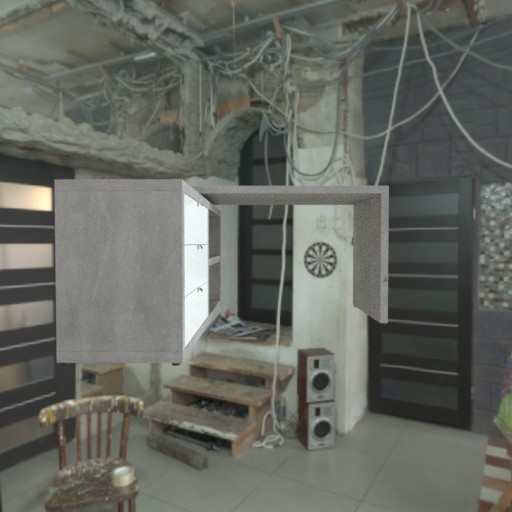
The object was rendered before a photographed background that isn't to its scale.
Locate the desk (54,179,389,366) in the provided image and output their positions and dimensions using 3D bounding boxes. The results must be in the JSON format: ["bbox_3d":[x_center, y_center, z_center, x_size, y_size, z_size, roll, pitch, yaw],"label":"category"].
[{"bbox_3d":[0.000,0.000,2.305,1.400,0.740,1.500,0,2,1],"label":"desk"}]
